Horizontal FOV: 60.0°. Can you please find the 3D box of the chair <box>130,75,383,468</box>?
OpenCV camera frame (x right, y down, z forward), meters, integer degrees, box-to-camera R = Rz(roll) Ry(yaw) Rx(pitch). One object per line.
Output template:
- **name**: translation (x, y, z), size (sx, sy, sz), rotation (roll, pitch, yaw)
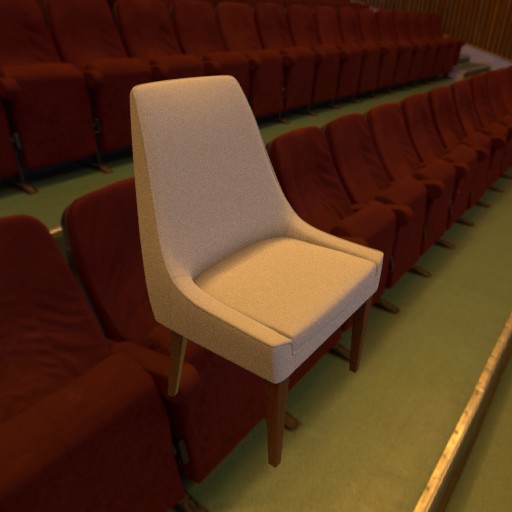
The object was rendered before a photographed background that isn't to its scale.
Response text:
- **chair**: translation (0.000, 0.000, 1.196), size (0.544, 0.861, 0.529), rotation (20, 33, 33)
